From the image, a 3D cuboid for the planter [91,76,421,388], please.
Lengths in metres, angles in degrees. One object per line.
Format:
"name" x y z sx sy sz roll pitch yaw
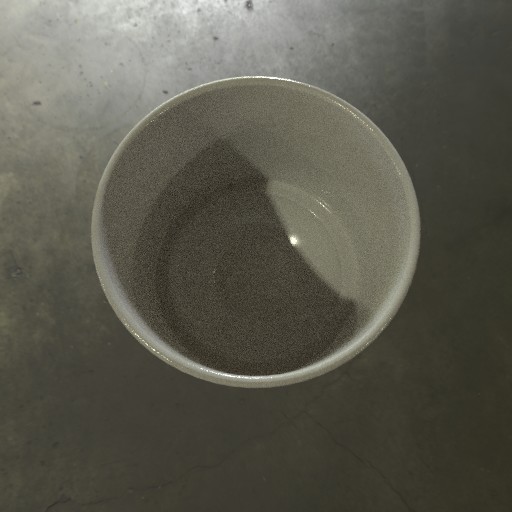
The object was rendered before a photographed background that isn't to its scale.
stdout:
"planter" 0.000 0.000 0.344 0.193 0.177 0.193 0 75 0
